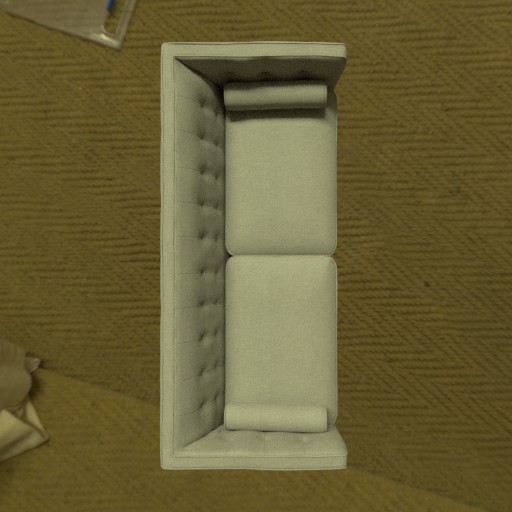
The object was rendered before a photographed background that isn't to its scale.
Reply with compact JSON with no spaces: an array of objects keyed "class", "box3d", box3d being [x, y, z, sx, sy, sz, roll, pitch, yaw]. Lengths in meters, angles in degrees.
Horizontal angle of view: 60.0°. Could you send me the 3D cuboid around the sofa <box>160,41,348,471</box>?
[{"class":"sofa","box3d":[0.000,0.000,2.503,0.912,0.798,2.079,0,90,1]}]
